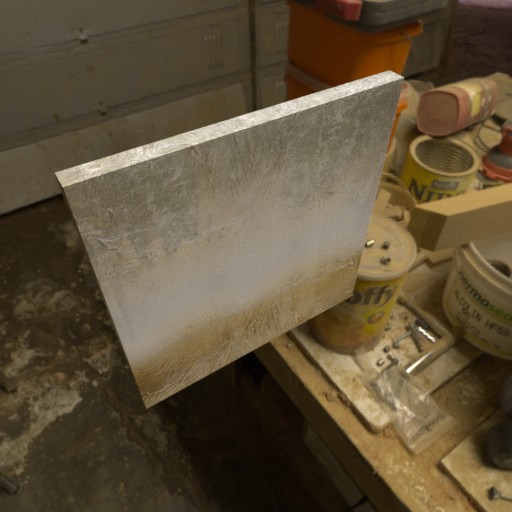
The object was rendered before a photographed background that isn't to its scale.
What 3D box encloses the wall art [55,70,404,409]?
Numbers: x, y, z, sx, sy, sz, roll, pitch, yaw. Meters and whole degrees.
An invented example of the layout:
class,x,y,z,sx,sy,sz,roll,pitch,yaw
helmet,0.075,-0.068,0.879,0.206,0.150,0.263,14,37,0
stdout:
class,x,y,z,sx,sy,sz,roll,pitch,yaw
wall art,0.000,0.000,0.907,0.610,0.610,0.038,-24,50,-22
